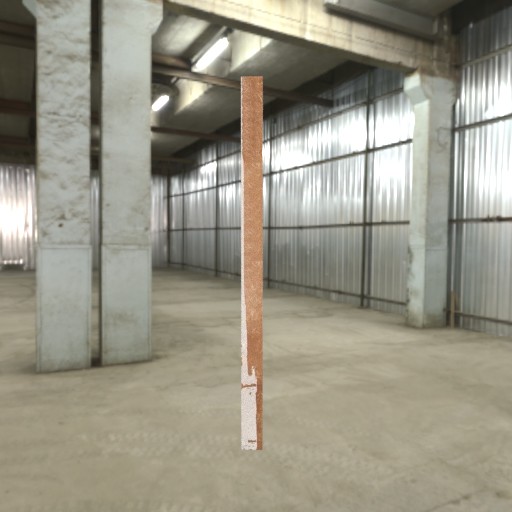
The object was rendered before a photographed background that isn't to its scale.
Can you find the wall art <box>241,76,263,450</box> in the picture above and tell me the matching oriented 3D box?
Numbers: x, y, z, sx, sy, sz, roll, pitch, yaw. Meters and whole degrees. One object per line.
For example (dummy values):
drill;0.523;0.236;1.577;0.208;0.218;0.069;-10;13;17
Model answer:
wall art;0.000;0.000;1.178;0.035;0.609;0.914;0;2;1
